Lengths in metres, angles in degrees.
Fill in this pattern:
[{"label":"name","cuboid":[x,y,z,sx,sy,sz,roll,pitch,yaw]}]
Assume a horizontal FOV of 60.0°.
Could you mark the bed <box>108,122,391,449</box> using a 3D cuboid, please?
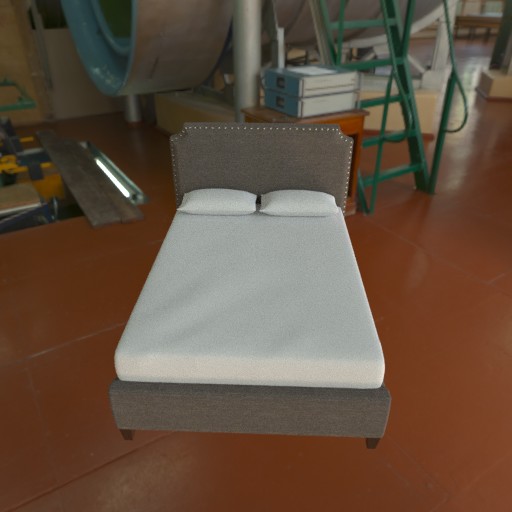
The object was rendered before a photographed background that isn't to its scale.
[{"label":"bed","cuboid":[0.000,0.000,3.479,1.713,1.457,2.381,1,31,2]}]
